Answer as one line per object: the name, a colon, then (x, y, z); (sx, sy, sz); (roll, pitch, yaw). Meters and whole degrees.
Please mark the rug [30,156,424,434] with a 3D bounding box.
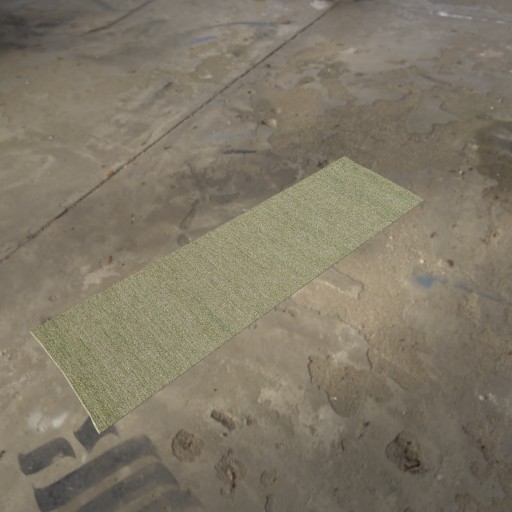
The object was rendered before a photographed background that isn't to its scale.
rug: (0.000, 0.000, 2.527); (2.340, 0.013, 0.686); (-32, 53, -28)
